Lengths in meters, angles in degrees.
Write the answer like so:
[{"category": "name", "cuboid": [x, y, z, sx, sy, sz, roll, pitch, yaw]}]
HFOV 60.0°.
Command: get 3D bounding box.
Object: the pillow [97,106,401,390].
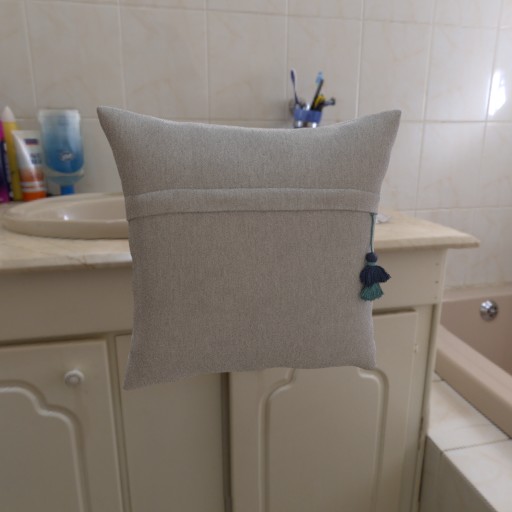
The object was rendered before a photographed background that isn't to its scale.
[{"category": "pillow", "cuboid": [0.000, 0.000, 0.687, 0.433, 0.436, 0.173, -2, 15, -9]}]
